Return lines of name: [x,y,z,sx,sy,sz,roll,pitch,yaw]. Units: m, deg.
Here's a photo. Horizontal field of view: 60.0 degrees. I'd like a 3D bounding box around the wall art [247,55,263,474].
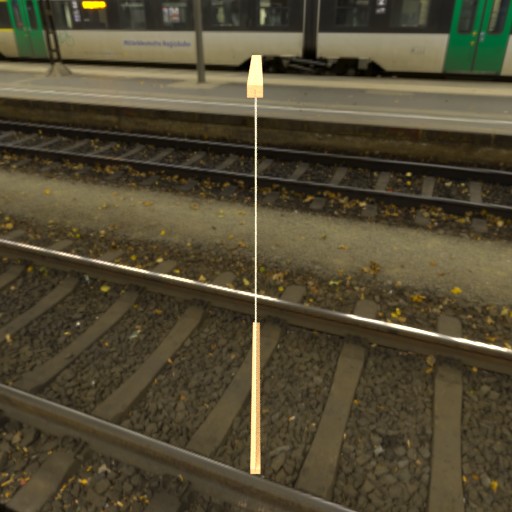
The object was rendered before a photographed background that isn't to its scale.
wall art: [0.000,0.000,1.290,0.027,1.020,0.669,0,28,0]
